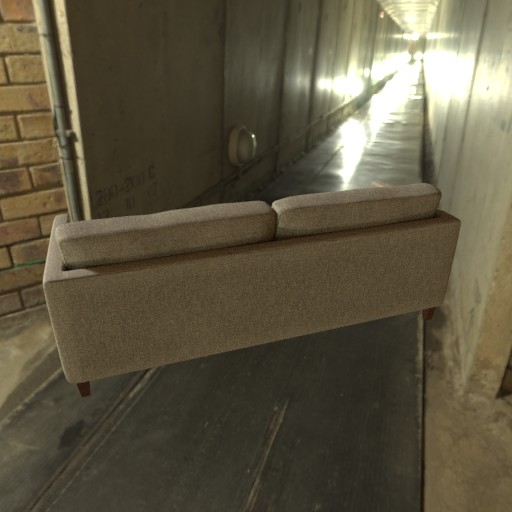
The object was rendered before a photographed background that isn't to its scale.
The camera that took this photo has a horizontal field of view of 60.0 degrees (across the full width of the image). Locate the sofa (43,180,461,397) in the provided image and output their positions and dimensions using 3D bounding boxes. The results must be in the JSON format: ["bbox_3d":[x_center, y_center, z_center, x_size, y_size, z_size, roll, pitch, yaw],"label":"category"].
[{"bbox_3d":[0.000,0.000,2.912,2.434,0.951,0.948,-9,28,-17],"label":"sofa"}]
